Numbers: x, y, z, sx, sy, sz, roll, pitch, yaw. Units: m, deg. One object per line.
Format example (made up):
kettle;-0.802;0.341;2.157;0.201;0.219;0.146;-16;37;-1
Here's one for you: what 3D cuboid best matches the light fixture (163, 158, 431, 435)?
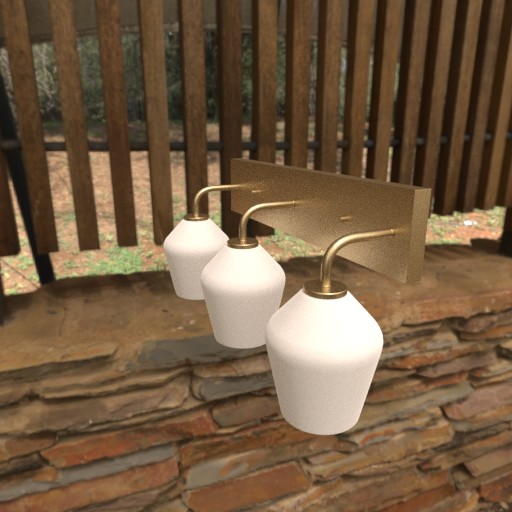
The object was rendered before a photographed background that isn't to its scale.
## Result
light fixture;0.000;0.000;0.742;0.190;0.280;0.609;-8;18;-25
